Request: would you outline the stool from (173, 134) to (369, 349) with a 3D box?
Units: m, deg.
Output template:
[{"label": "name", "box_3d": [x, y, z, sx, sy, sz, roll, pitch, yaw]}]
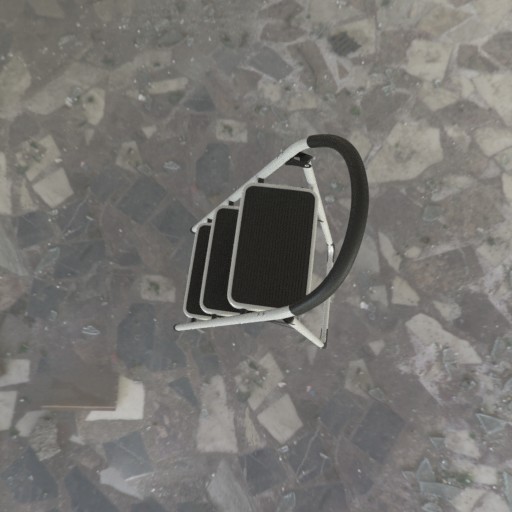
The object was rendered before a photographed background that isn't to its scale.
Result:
[{"label": "stool", "box_3d": [0.000, 0.000, 1.471, 0.676, 1.109, 0.485, 7, 76, 2]}]
